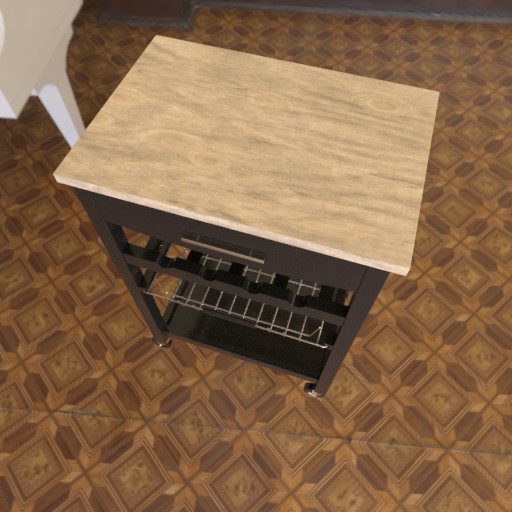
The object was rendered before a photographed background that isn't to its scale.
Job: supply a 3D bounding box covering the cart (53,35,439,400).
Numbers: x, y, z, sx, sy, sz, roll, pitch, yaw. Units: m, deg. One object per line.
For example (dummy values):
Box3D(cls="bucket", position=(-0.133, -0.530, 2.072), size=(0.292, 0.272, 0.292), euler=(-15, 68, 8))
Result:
Box3D(cls="cart", position=(0.000, 0.000, 1.127), size=(0.584, 0.839, 0.403), euler=(16, 60, 9))
